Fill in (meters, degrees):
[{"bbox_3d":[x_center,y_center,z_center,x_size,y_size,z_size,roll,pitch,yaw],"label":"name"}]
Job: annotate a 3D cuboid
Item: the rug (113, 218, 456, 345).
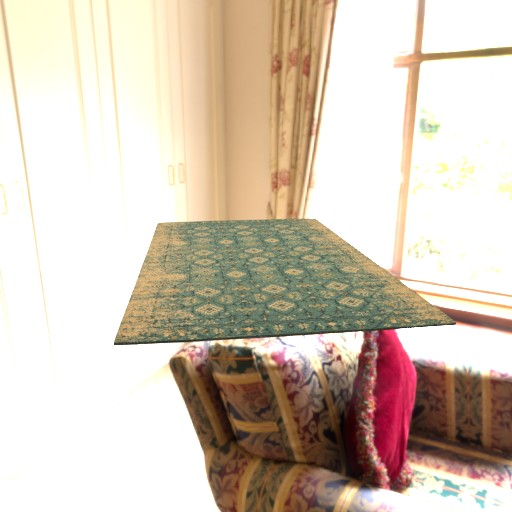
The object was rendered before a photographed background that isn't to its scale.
[{"bbox_3d":[0.000,0.000,2.230,1.102,0.008,1.795,-2,16,-7],"label":"rug"}]
